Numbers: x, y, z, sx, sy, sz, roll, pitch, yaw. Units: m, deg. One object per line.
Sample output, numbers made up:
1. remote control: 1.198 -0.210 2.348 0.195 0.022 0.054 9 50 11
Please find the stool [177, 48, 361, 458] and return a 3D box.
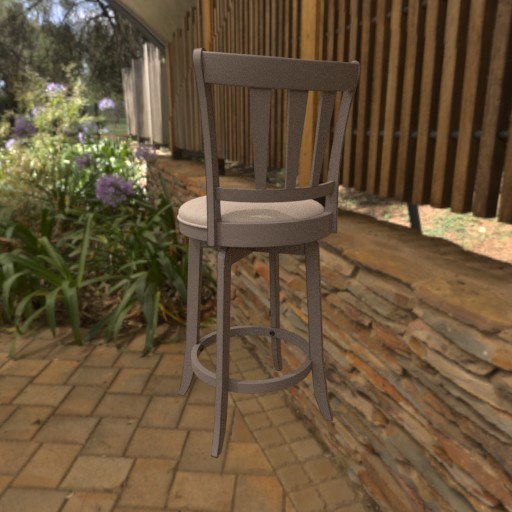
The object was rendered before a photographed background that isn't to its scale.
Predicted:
1. stool: 0.000 0.000 1.277 0.436 1.023 0.475 -7 17 -24
